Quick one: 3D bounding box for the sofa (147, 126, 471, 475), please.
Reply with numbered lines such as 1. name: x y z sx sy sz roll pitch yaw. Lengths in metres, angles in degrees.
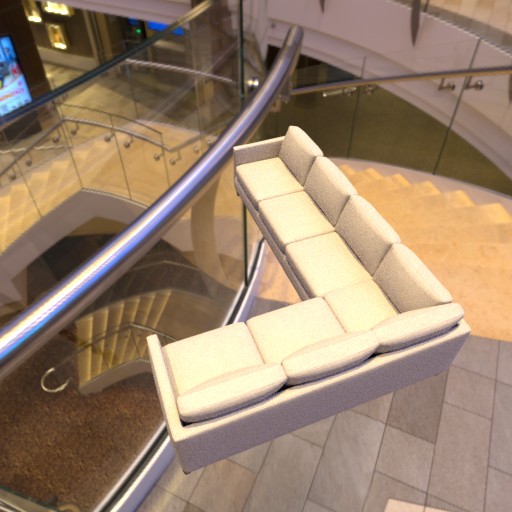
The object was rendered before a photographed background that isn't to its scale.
1. sofa: 0.000 0.000 4.505 2.522 0.934 3.333 -16 47 -15
